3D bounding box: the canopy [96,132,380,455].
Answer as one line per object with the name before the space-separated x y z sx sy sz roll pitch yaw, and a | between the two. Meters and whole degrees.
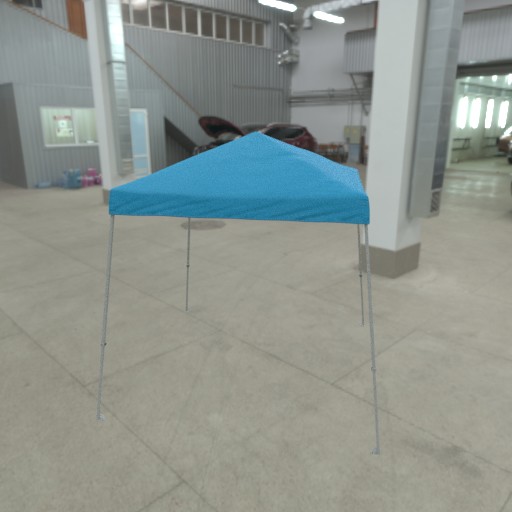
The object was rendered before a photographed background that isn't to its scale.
canopy | 0.000 0.000 6.663 3.600 3.600 3.599 3 17 10
